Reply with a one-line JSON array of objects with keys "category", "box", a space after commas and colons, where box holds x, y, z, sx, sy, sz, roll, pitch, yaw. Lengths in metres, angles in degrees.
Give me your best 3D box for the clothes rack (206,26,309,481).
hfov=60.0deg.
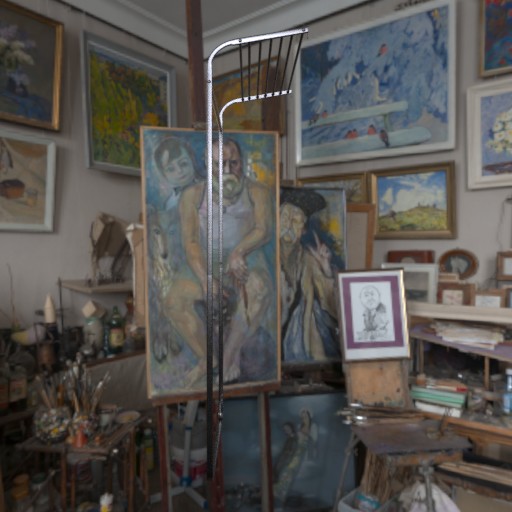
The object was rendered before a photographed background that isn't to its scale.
[{"category": "clothes rack", "box": [0.000, 0.000, 1.820, 0.349, 1.574, 0.609, 0, 1, -1]}]
